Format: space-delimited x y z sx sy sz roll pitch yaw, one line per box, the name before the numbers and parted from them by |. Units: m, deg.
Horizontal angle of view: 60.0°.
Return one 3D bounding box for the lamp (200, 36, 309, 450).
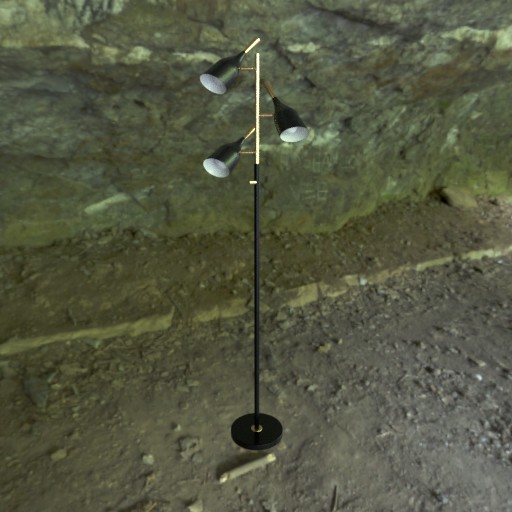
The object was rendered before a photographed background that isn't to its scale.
lamp | 0.000 0.000 1.929 0.434 1.778 0.253 2 15 9
